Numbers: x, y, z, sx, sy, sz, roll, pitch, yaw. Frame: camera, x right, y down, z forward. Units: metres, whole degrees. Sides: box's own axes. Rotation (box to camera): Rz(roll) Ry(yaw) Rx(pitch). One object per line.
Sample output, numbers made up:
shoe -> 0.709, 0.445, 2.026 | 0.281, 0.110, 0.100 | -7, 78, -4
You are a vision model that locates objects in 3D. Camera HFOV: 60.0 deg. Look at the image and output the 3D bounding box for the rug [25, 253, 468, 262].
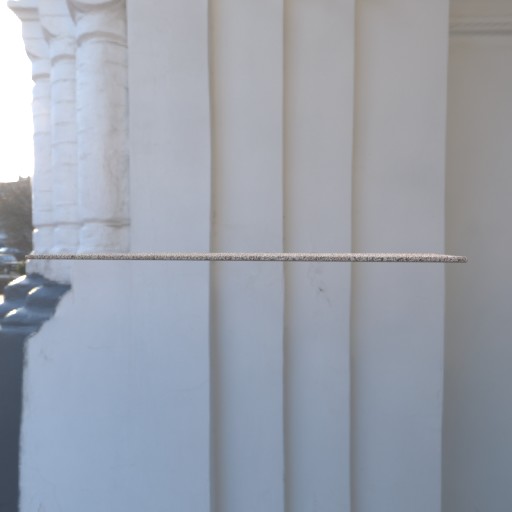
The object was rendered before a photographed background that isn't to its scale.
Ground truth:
rug -> 0.000, 0.000, 3.444 | 2.743, 0.030, 1.778 | 0, 1, 17
